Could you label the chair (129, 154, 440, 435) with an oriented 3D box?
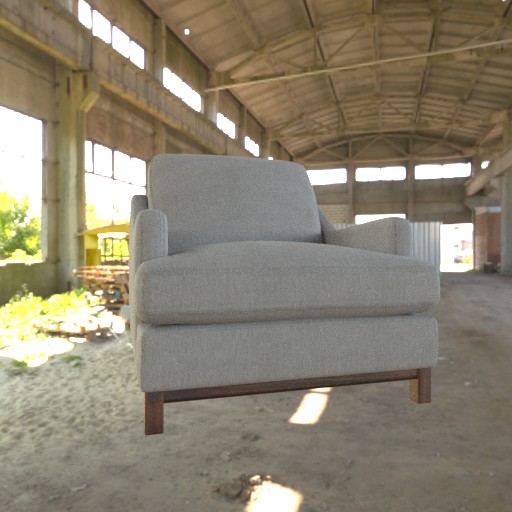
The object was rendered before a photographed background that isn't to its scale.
[{"bbox_3d":[0.000,0.000,1.509,0.826,0.821,0.892,0,0,-17],"label":"chair"}]
